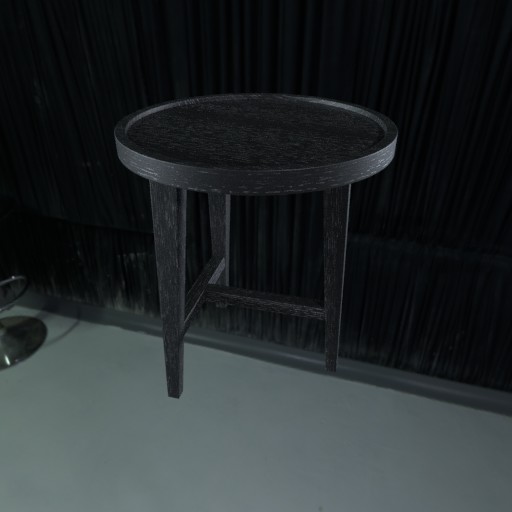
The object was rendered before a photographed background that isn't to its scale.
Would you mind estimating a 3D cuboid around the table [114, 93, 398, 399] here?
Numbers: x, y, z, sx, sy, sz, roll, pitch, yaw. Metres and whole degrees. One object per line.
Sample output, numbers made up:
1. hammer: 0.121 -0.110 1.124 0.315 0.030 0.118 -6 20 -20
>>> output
1. table: 0.000 0.000 0.766 0.399 0.460 0.399 0 32 0
